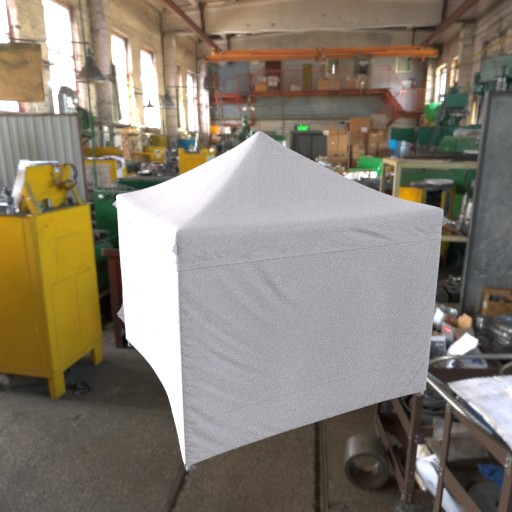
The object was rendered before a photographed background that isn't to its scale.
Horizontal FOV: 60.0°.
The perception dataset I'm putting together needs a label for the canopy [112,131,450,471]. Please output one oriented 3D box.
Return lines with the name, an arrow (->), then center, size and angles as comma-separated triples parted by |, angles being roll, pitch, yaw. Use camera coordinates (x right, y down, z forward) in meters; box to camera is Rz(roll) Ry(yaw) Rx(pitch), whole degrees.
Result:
canopy -> 0.000, 0.000, 5.532 | 3.043, 2.997, 3.121 | -7, 16, -25
